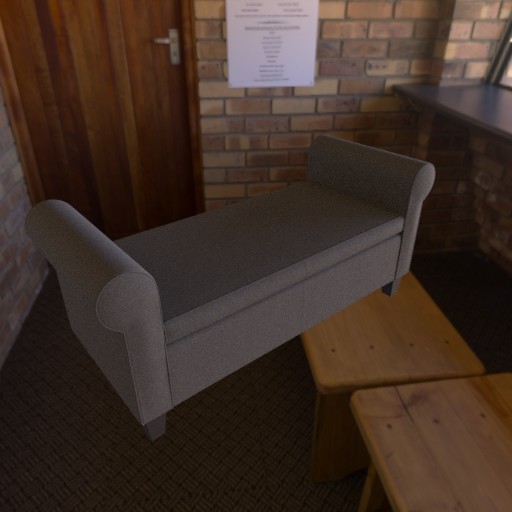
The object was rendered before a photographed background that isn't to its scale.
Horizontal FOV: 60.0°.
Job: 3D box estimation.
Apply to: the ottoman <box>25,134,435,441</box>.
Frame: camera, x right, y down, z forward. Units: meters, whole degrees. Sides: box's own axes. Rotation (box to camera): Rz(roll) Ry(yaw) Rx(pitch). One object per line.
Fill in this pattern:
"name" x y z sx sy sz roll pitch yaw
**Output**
"ottoman" 0.000 0.000 1.516 1.256 0.547 0.521 -22 37 -33
